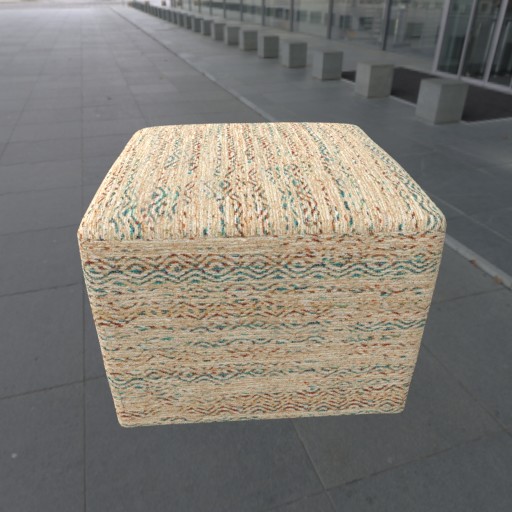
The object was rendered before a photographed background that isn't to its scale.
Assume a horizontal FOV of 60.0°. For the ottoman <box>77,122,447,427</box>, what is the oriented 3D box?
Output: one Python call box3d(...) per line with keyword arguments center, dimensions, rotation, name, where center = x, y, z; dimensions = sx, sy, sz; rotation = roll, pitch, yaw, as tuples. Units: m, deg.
box3d(center=(0.000, 0.000, 0.902), dimensions=(0.521, 0.453, 0.512), rotation=(-2, 31, -3), name="ottoman")
